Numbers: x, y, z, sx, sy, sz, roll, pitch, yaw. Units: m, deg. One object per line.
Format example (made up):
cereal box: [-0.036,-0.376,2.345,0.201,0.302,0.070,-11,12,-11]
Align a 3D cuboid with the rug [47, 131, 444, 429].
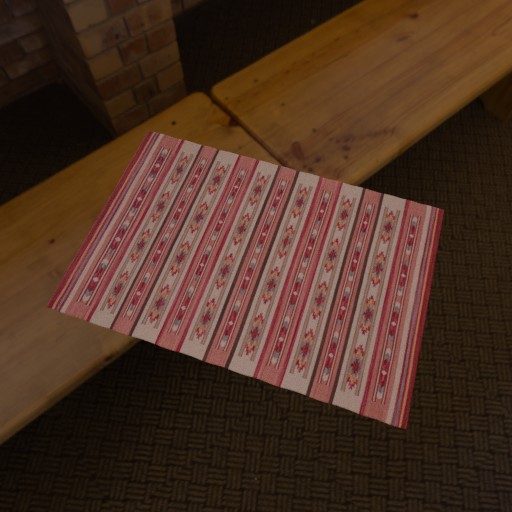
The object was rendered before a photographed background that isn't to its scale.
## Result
rug: [0.000,0.000,2.359,1.817,0.008,1.223,17,65,8]
